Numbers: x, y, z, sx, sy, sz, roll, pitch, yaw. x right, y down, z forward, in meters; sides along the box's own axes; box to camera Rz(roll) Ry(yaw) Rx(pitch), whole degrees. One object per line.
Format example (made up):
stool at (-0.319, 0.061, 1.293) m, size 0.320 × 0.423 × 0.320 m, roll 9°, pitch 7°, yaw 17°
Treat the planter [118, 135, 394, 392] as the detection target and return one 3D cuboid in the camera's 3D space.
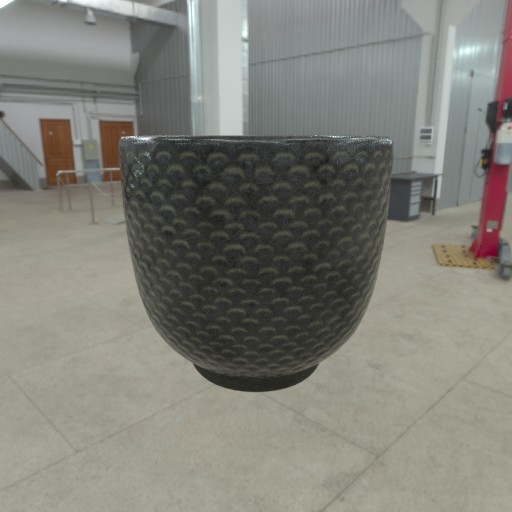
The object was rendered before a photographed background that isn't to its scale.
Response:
planter at (0.000, 0.000, 0.307) m, size 0.172 × 0.160 × 0.172 m, roll 0°, pitch 15°, yaw 0°
